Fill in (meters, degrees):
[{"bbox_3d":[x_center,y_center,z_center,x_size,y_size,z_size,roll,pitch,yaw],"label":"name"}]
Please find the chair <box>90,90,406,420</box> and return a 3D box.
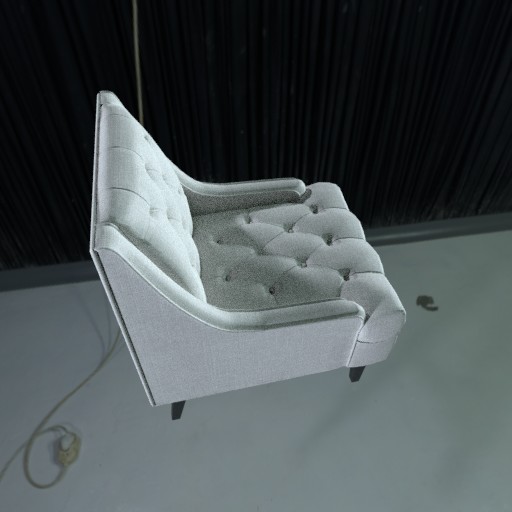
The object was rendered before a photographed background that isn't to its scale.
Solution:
[{"bbox_3d":[0.000,0.000,1.399,0.772,0.891,0.658,-9,48,-8],"label":"chair"}]
